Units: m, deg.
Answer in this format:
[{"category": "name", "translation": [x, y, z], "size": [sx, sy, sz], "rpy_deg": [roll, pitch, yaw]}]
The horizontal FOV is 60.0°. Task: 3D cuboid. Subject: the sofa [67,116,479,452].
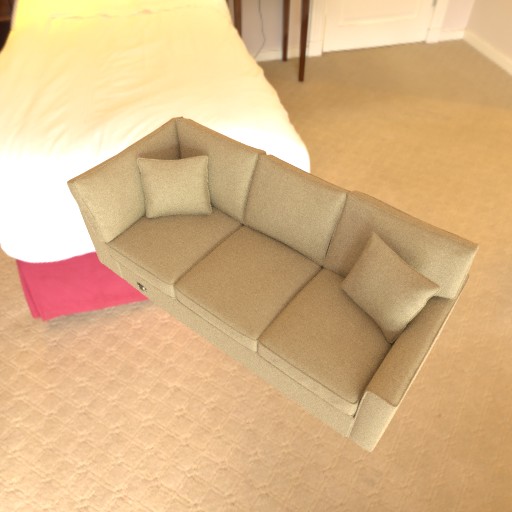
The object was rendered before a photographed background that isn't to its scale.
[{"category": "sofa", "translation": [0.000, 0.000, 2.837], "size": [2.317, 0.962, 1.061], "rpy_deg": [29, 54, 25]}]
